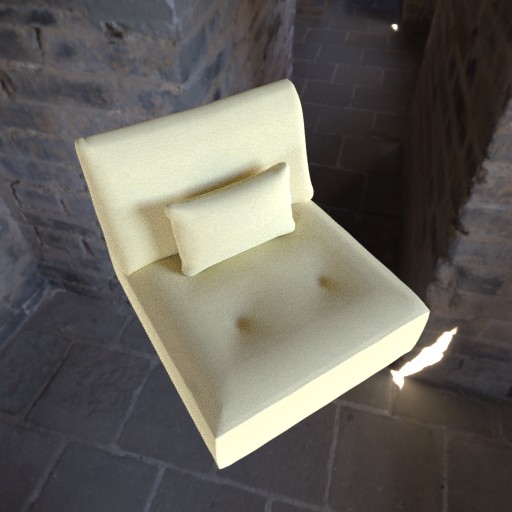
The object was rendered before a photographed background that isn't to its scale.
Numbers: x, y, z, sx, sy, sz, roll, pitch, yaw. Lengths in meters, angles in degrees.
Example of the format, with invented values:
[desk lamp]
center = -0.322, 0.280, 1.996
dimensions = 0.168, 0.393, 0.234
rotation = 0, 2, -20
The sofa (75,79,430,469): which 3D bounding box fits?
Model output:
[sofa]
center = 0.000, 0.000, 1.695
dimensions = 0.930, 0.820, 1.000
rotation = -24, 51, -21
